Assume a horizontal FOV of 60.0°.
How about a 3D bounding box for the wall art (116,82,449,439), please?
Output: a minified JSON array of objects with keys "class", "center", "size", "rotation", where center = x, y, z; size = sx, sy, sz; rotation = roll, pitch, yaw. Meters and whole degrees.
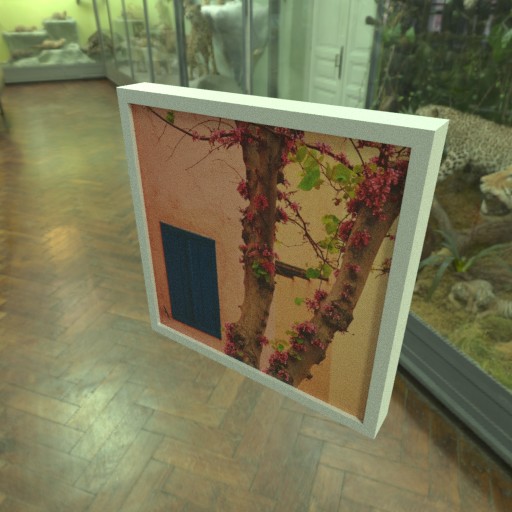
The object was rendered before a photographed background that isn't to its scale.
[{"class":"wall art","center":[0.000,0.000,0.449],"size":[0.305,0.302,0.038],"rotation":[18,34,29]}]
